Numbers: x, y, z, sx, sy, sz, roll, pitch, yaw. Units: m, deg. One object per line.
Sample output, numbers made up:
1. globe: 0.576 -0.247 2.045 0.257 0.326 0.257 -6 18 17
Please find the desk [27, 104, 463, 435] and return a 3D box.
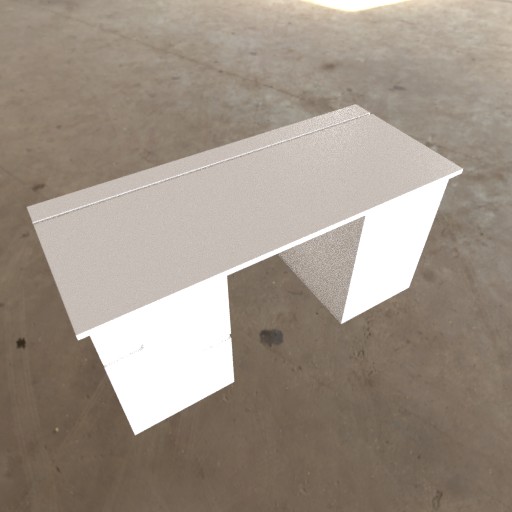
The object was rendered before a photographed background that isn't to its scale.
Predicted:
1. desk: 0.000 0.000 1.994 1.580 0.760 0.670 -23 49 -22
